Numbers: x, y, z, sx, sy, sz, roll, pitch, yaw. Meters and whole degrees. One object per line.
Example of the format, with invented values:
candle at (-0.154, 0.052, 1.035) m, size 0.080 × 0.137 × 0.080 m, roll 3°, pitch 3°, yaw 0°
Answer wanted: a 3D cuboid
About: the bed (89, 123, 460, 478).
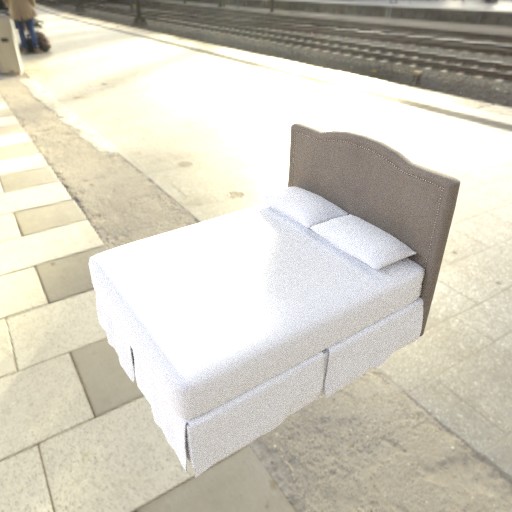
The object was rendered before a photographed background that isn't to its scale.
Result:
bed at (0.000, 0.000, 3.268) m, size 2.128 × 1.441 × 1.744 m, roll -20°, pitch 37°, yaw -29°
